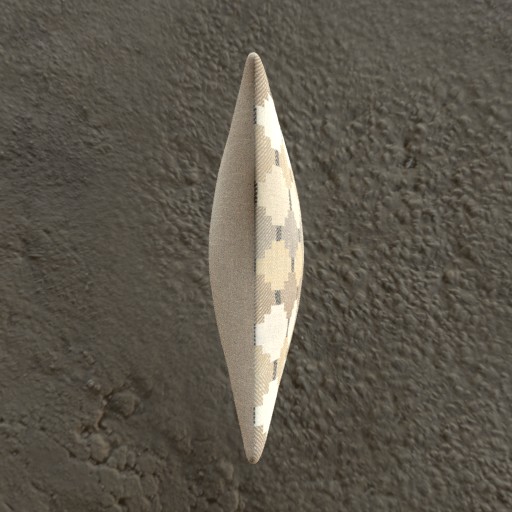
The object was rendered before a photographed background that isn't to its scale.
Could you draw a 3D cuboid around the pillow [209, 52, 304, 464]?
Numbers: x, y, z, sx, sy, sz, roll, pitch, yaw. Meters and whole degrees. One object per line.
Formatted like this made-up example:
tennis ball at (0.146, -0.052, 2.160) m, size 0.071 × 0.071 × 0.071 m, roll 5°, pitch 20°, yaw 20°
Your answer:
pillow at (0.000, 0.000, 0.869) m, size 0.192 × 0.558 × 0.578 m, roll 0°, pitch 92°, yaw 1°
